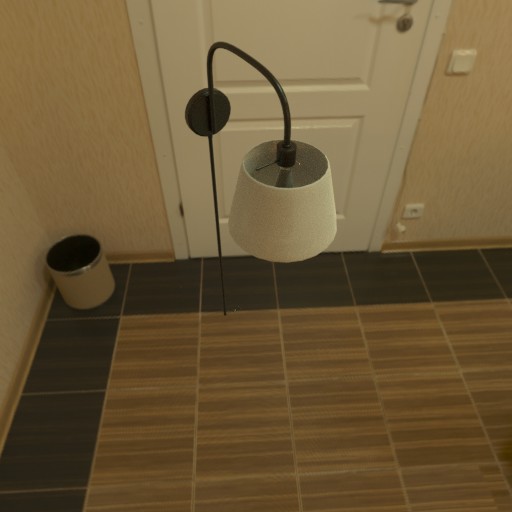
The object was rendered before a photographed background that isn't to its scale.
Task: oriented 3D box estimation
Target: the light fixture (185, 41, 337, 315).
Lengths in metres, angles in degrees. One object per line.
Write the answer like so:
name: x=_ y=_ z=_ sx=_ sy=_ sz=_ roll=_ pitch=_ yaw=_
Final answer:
light fixture: x=0.000 y=0.000 z=0.457 sx=0.092 sy=0.399 sz=0.176 roll=-24 pitch=51 yaw=-22
